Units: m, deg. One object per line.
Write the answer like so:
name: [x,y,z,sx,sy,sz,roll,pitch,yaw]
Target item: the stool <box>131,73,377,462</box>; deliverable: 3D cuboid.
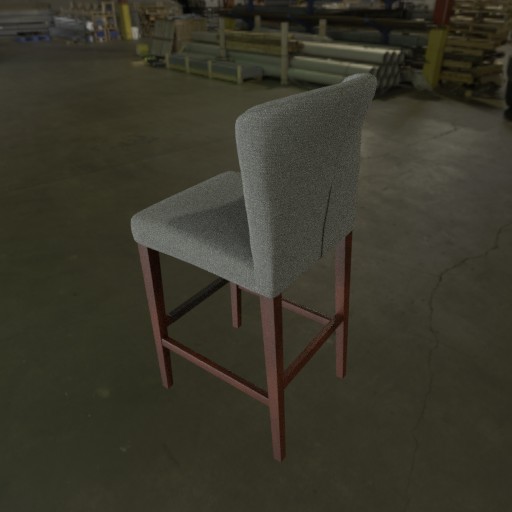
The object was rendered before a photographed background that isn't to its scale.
stool: [0.000,0.000,1.352,0.568,1.069,0.486,21,37,30]
